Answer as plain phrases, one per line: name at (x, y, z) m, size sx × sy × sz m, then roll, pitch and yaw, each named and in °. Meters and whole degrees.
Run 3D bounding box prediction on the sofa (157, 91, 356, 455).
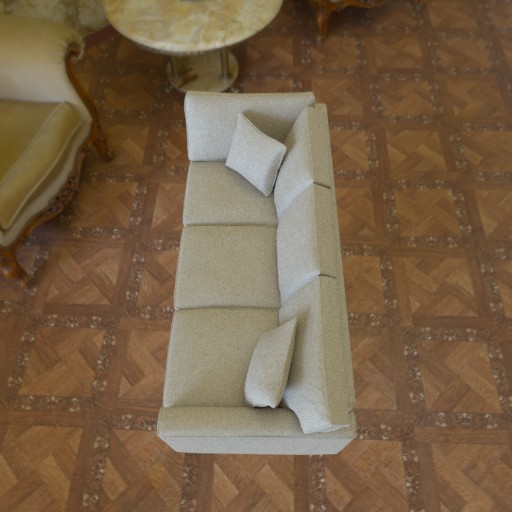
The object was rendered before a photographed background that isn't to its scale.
sofa at (0.000, 0.000, 2.945) m, size 1.053 × 0.948 × 2.323 m, roll 1°, pitch 59°, yaw 0°
